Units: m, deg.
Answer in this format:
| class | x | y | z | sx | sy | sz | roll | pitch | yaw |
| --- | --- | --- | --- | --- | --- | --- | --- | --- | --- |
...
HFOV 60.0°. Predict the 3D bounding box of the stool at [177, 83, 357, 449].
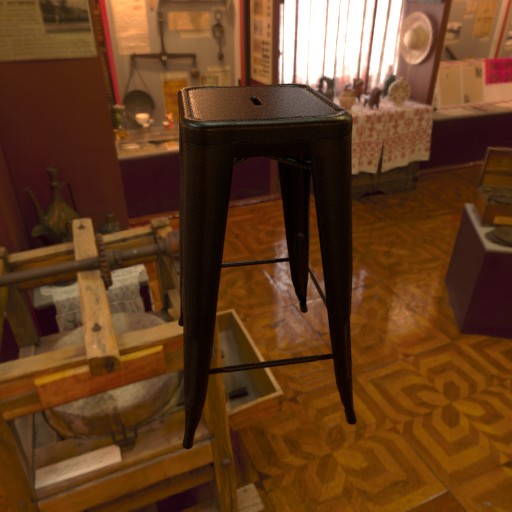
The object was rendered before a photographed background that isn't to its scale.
| class | x | y | z | sx | sy | sz | roll | pitch | yaw |
| --- | --- | --- | --- | --- | --- | --- | --- | --- | --- |
| stool | 0.000 | 0.000 | 0.895 | 0.423 | 0.609 | 0.455 | -11 | 33 | -18 |
